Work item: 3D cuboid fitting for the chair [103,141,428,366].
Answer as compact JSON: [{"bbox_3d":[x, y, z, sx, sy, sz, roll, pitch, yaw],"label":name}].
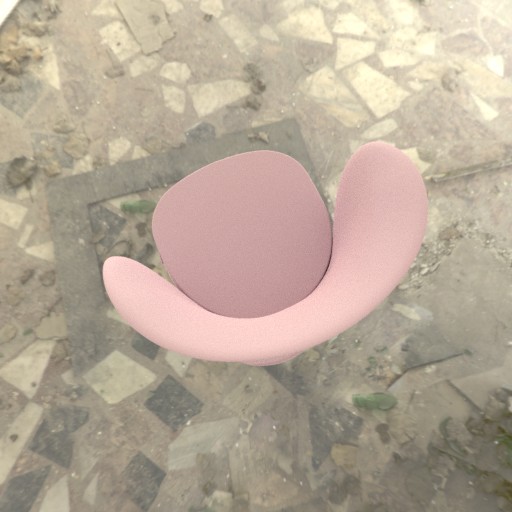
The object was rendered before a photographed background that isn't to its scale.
[{"bbox_3d":[0.000,0.000,0.836,0.451,0.554,0.402,-25,75,-7],"label":"chair"}]
